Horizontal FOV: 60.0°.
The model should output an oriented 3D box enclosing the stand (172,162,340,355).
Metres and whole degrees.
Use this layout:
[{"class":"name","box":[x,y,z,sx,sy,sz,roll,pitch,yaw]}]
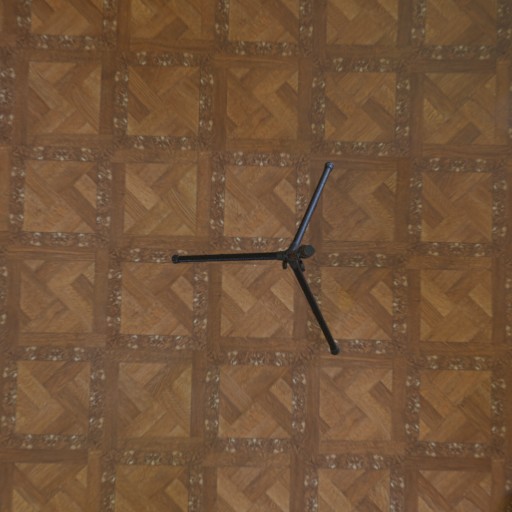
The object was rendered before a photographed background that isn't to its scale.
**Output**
[{"class":"stand","box":[0.000,0.000,1.858,0.907,1.136,1.045,0,89,0]}]
